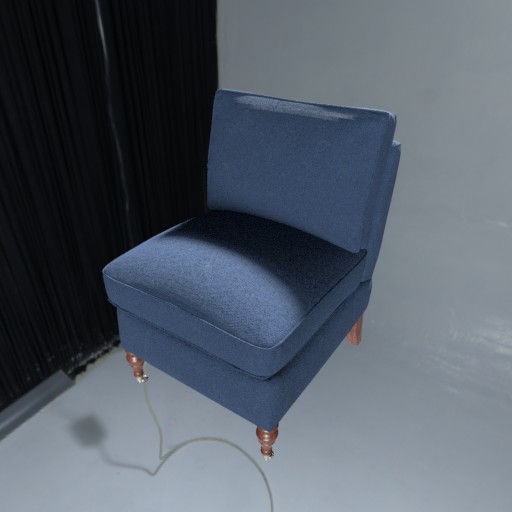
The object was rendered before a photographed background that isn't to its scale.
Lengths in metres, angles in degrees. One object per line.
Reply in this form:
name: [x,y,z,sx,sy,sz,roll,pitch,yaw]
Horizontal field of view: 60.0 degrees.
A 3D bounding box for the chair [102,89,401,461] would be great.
chair: [0.000,0.000,1.659,0.724,1.052,0.912,20,36,29]
